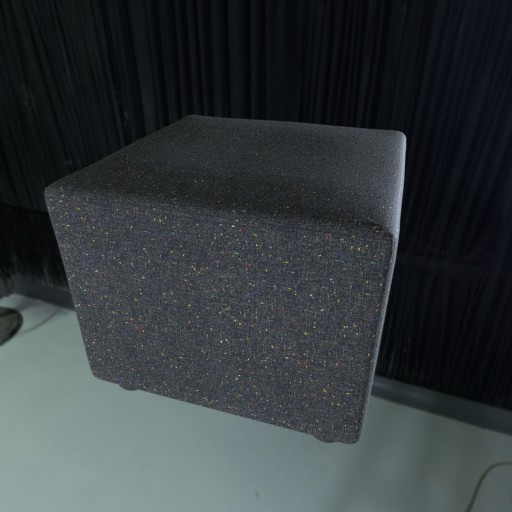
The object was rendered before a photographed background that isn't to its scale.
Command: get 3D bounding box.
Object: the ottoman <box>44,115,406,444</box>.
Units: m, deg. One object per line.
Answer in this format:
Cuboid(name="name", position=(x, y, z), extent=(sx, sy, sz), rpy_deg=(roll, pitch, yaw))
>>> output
Cuboid(name="ottoman", position=(0.000, 0.000, 0.873), extent=(0.508, 0.432, 0.508), rpy_deg=(9, 31, 15))
